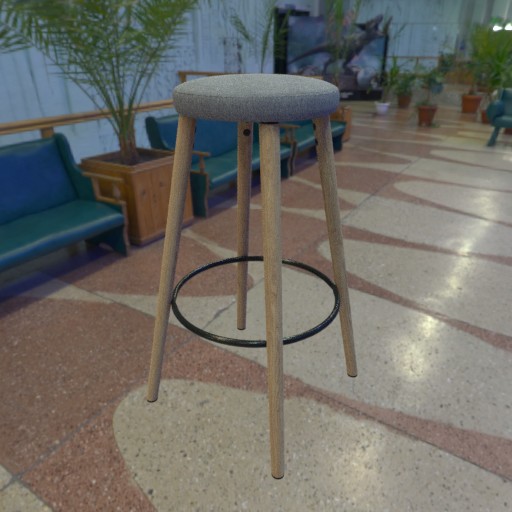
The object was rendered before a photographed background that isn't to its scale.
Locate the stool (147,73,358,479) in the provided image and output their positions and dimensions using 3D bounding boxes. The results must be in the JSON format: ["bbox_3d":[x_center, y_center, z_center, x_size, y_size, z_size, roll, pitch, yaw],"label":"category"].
[{"bbox_3d":[0.000,0.000,1.012,0.410,0.770,0.410,17,31,31],"label":"stool"}]
